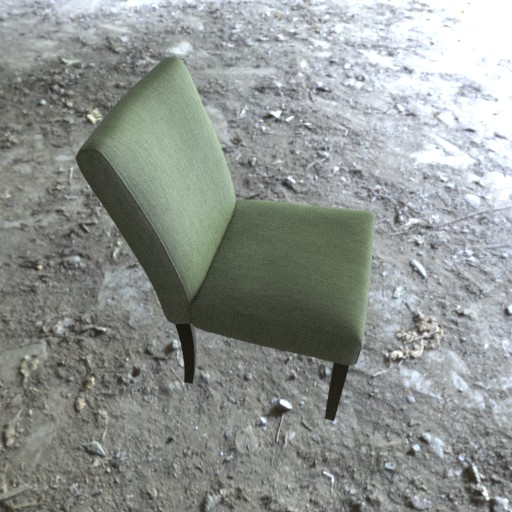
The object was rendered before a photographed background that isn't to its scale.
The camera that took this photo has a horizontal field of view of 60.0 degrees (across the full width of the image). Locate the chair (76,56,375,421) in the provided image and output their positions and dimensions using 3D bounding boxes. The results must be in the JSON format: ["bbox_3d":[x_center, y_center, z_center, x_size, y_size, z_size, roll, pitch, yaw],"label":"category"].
[{"bbox_3d":[0.000,0.000,1.237,0.629,0.884,0.487,10,48,10],"label":"chair"}]
